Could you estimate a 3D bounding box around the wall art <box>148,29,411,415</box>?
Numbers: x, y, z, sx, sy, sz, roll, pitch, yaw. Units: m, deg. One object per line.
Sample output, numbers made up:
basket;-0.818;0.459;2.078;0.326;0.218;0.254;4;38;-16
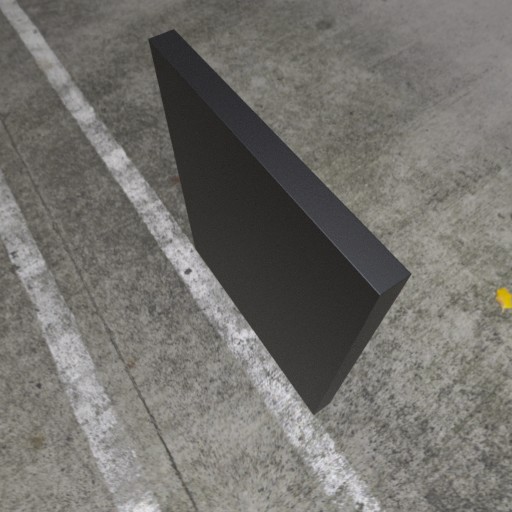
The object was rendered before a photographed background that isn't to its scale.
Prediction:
wall art;0.000;0.000;0.520;0.028;0.380;0.325;-30;64;-17
